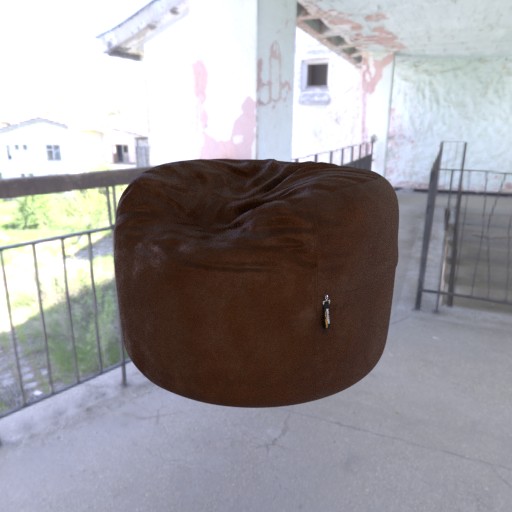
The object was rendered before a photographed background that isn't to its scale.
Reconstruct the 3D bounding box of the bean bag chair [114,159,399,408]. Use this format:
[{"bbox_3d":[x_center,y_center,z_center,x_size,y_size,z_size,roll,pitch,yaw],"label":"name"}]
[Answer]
[{"bbox_3d":[0.000,0.000,1.501,0.918,0.616,0.918,0,16,0],"label":"bean bag chair"}]
